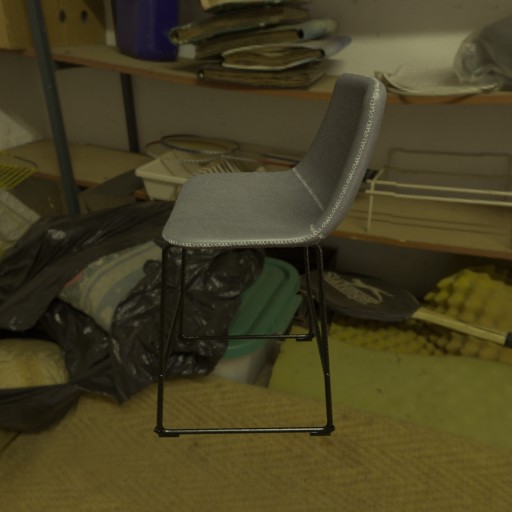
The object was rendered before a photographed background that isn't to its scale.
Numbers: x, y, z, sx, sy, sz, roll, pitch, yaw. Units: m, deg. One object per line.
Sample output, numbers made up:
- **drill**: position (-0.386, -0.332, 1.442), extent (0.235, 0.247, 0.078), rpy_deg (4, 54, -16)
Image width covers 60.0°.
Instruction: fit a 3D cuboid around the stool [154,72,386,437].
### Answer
- **stool**: position (0.000, 0.000, 1.167), extent (0.546, 0.876, 0.470), rpy_deg (0, 27, -1)
